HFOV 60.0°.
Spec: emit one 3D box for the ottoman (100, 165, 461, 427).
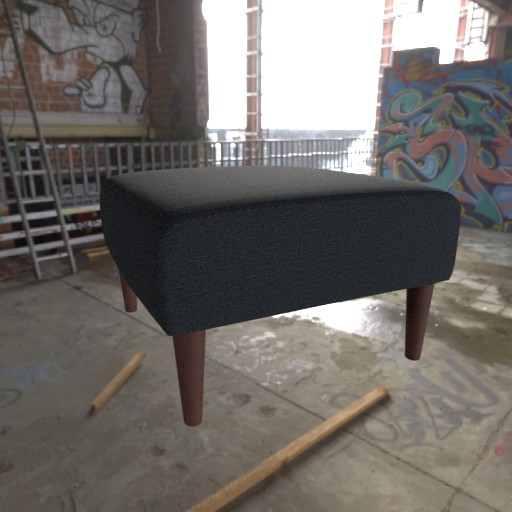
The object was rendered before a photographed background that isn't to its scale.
[{"bbox_3d":[0.000,0.000,1.074,0.649,0.398,0.650,-8,18,-25],"label":"ottoman"}]
